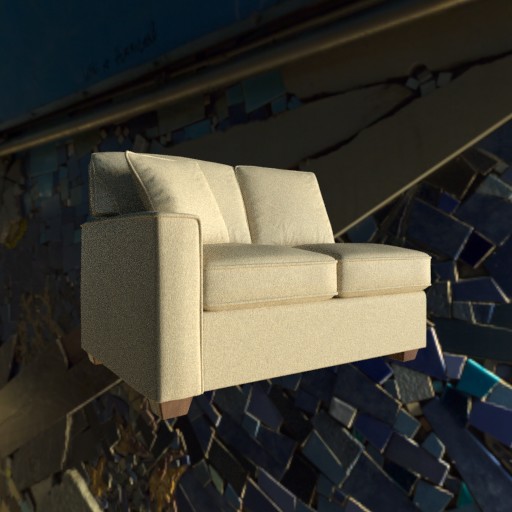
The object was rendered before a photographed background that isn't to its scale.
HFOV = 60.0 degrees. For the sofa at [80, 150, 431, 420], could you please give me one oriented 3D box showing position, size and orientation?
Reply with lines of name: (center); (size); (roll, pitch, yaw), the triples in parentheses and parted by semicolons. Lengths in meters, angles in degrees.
sofa: (0.000, 0.000, 2.096); (1.388, 0.989, 0.991); (-1, 2, -35)
